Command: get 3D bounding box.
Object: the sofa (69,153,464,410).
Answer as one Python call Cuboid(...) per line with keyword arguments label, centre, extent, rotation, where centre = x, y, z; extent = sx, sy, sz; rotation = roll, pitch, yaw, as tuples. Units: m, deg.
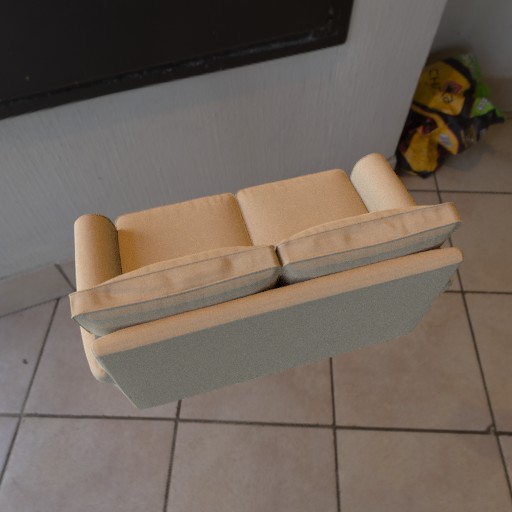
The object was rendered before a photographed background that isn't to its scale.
Cuboid(label="sofa", centre=(0.000, 0.000, 2.186), extent=(1.665, 0.937, 0.964), rotation=(-14, 57, -9))
